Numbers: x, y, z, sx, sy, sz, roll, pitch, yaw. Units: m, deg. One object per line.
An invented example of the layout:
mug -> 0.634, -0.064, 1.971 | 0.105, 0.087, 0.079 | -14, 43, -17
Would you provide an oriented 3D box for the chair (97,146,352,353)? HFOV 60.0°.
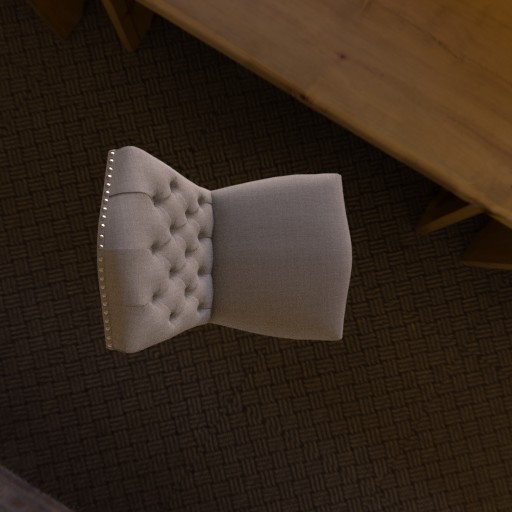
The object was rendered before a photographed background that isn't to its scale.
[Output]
chair -> 0.000, 0.000, 1.577 | 0.731, 1.191, 0.637 | 0, 88, -1
